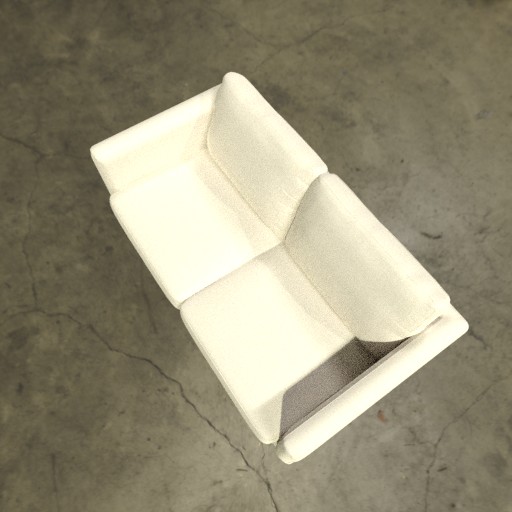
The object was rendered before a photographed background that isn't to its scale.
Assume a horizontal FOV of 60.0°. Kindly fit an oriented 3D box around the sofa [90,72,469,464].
[{"bbox_3d":[0.000,0.000,2.195,0.940,0.893,1.713,-32,68,-15],"label":"sofa"}]
